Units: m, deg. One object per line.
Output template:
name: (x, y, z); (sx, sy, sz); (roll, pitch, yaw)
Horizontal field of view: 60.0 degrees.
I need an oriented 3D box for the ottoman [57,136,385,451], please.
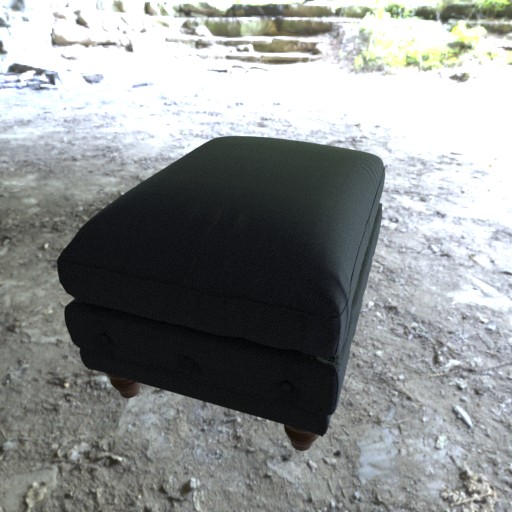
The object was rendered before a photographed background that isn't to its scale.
ottoman: (0.000, 0.000, 1.121); (0.558, 0.486, 0.767); (10, 32, 17)
